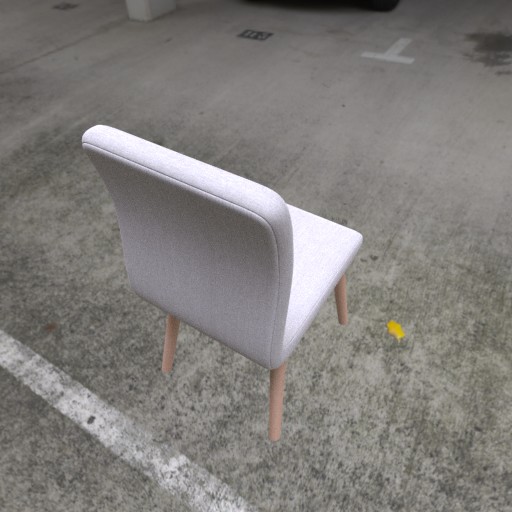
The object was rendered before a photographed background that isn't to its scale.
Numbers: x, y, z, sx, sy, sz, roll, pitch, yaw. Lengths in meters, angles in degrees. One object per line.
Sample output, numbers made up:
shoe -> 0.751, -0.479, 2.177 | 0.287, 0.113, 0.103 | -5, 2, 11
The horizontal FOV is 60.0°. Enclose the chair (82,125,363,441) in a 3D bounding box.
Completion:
chair -> 0.000, 0.000, 1.159 | 0.435, 0.885, 0.550 | 25, 51, 22
